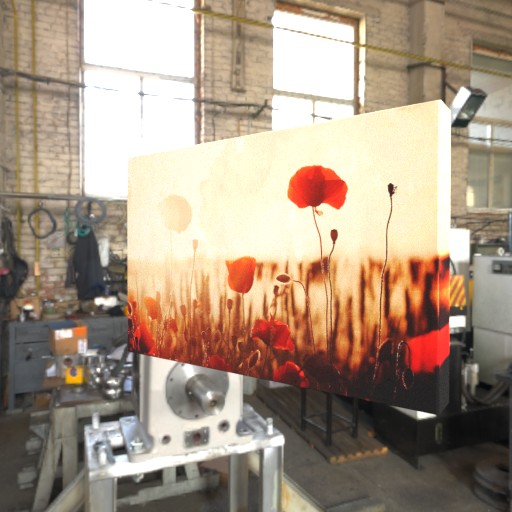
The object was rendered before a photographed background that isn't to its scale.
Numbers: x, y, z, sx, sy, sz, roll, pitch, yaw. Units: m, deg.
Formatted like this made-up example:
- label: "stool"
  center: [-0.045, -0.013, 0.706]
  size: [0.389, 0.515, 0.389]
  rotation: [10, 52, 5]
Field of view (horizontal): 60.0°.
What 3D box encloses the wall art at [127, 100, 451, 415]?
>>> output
- label: "wall art"
  center: [0.000, 0.000, 0.476]
  size: [0.383, 0.251, 0.037]
  rotation: [1, 1, 35]
